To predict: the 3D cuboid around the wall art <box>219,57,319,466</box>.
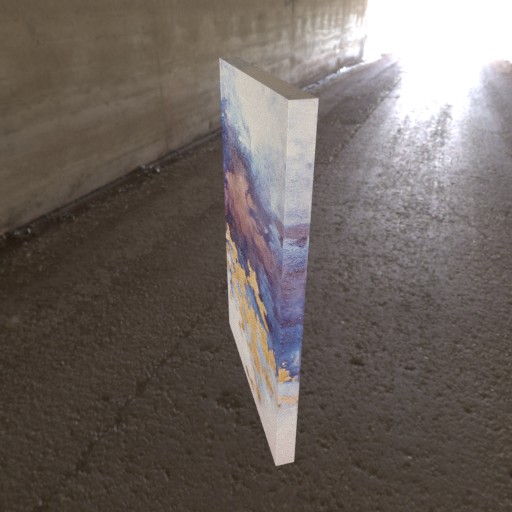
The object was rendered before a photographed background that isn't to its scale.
[{"bbox_3d":[0.000,0.000,1.133,0.048,0.874,0.583,-7,31,-12],"label":"wall art"}]
